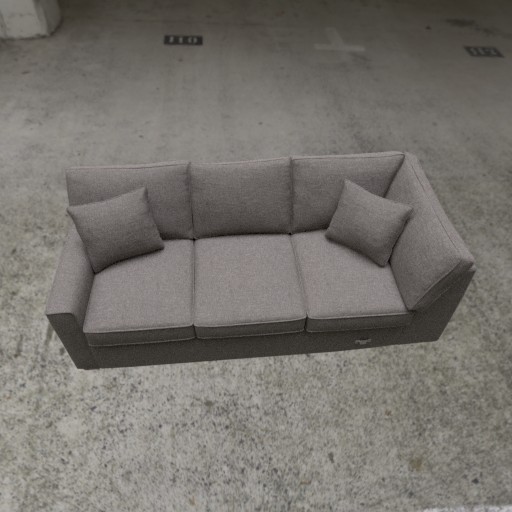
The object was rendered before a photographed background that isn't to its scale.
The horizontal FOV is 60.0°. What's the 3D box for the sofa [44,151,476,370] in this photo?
[{"bbox_3d":[0.000,0.000,2.819,2.317,0.962,1.061,-4,47,-3],"label":"sofa"}]
